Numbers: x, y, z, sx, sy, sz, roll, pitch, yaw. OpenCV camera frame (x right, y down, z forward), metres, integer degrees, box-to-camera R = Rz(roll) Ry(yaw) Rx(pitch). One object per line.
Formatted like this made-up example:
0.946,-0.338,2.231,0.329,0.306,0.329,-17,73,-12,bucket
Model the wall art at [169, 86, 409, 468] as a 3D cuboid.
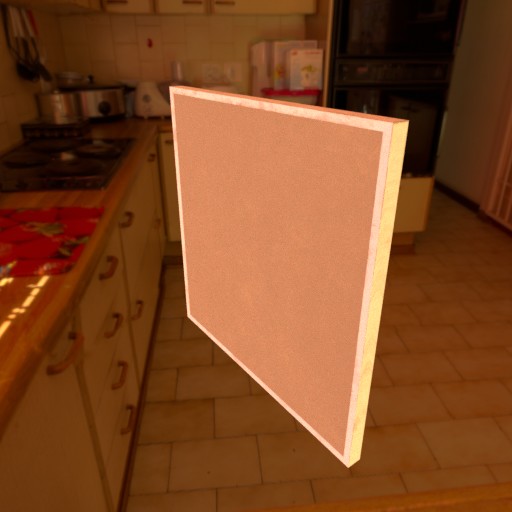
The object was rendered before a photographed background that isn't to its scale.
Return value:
0.000,0.000,1.125,0.038,0.757,0.760,-18,31,-32,wall art
